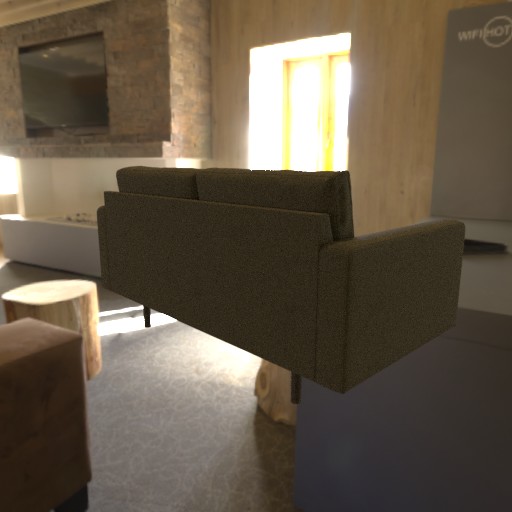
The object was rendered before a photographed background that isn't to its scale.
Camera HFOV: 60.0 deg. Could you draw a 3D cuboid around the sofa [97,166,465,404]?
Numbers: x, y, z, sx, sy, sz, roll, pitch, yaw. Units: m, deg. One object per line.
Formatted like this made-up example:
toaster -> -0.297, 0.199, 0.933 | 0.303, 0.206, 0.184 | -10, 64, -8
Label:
sofa -> 0.000, 0.000, 2.267 | 0.889, 0.897, 1.730 | -12, 17, -43
